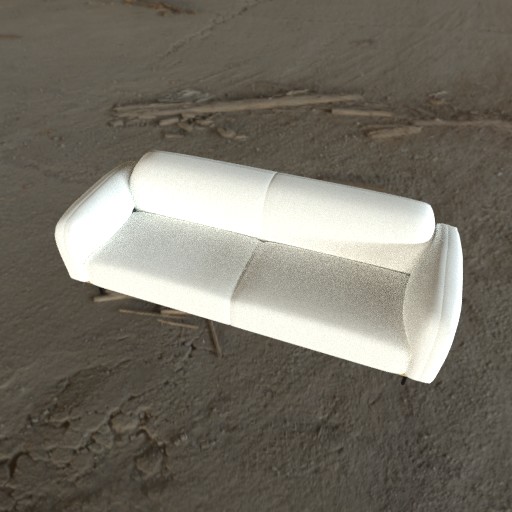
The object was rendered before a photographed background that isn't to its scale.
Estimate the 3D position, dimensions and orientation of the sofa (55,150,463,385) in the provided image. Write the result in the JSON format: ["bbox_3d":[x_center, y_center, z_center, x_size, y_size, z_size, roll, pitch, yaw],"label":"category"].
[{"bbox_3d":[0.000,0.000,2.687,2.280,0.780,0.870,14,44,15],"label":"sofa"}]
